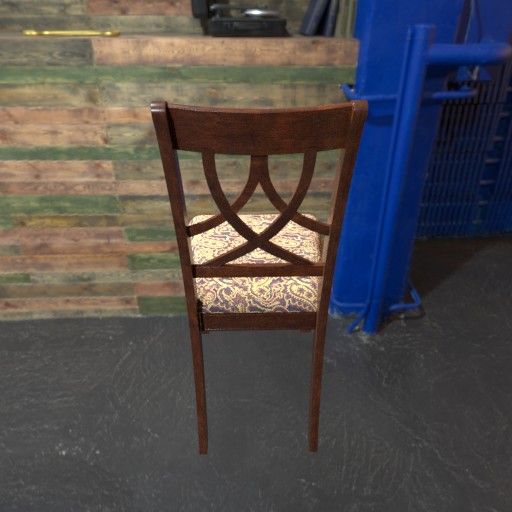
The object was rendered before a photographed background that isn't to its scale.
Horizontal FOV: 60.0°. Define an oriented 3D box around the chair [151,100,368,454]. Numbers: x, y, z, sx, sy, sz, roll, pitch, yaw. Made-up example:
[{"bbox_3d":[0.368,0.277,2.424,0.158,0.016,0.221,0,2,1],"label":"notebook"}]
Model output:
[{"bbox_3d":[0.000,0.000,1.275,0.457,0.965,0.584,-1,30,-1],"label":"chair"}]
